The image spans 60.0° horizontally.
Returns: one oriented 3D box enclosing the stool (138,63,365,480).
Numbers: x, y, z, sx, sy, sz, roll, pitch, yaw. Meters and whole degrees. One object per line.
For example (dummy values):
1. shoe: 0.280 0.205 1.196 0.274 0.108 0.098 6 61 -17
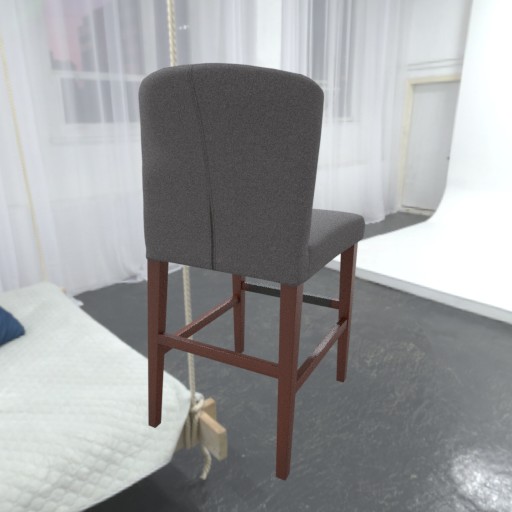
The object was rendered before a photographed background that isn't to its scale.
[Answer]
1. stool: 0.000 0.000 1.273 0.481 0.968 0.568 9 19 27
